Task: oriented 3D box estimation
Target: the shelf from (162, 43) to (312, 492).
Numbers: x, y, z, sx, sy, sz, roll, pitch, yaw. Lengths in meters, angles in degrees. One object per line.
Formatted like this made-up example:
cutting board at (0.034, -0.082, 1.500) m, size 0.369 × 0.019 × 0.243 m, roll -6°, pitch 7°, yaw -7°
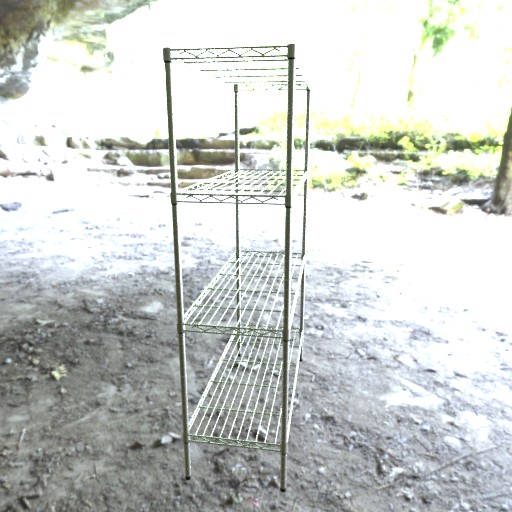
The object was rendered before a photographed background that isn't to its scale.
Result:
shelf at (0.000, 0.000, 1.737) m, size 0.352 × 1.360 × 0.907 m, roll 3°, pitch 16°, yaw 9°
